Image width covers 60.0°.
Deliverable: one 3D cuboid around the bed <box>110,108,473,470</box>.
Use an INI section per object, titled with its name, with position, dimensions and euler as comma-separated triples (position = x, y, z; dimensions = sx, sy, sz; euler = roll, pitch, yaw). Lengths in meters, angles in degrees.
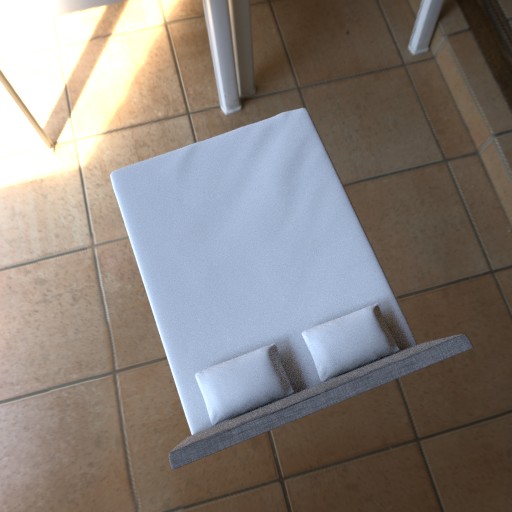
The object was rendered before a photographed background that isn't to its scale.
[bed]
position = 0.000, 0.000, 2.935
dimensions = 1.621, 1.168, 1.958
euler = -20, 75, -6
